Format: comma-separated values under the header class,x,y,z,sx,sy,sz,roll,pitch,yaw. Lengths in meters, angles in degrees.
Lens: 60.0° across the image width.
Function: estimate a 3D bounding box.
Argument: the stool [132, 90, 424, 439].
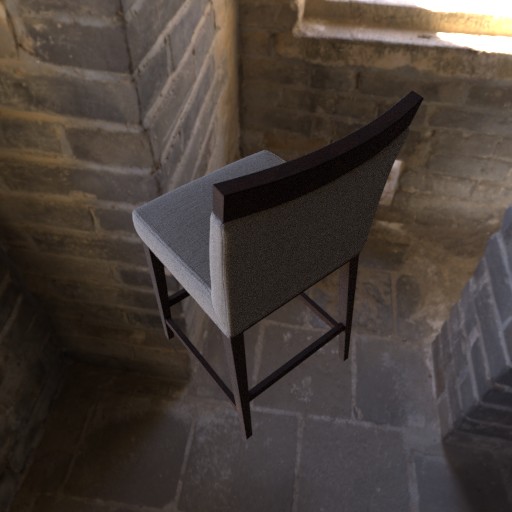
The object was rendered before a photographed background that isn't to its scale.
class,x,y,z,sx,sy,sz,roll,pitch,yaw
stool,0.000,0.000,1.289,0.512,1.009,0.531,-30,54,-25
